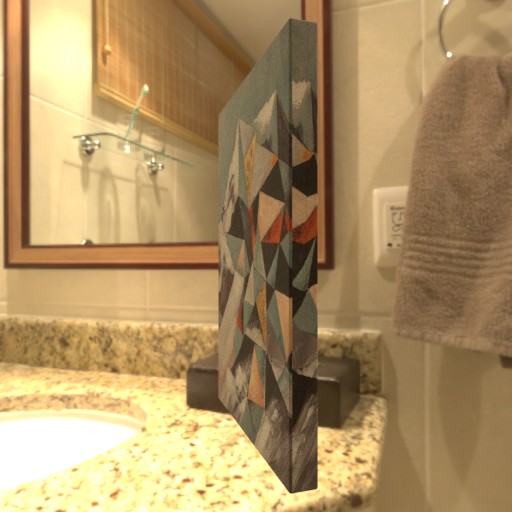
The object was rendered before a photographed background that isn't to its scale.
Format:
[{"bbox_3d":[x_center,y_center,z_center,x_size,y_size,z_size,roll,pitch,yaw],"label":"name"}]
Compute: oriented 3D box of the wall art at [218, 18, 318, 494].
[{"bbox_3d":[0.000,0.000,1.144,0.061,0.911,0.609,0,0,-18],"label":"wall art"}]
